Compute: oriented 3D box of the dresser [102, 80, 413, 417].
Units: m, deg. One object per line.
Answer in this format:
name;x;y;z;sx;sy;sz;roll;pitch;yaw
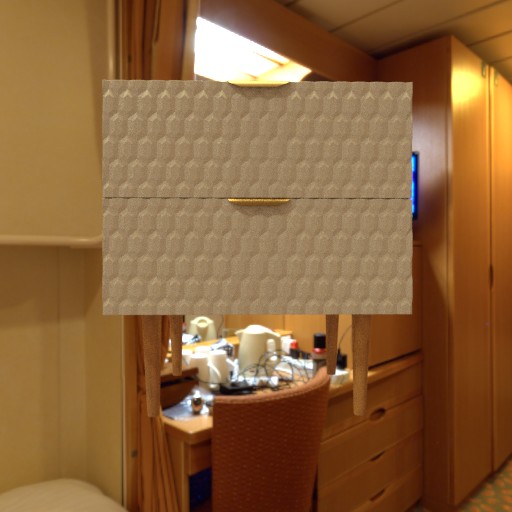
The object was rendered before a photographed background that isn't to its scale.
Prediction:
dresser;0.000;0.000;0.916;0.503;0.568;0.414;0;0;-1
